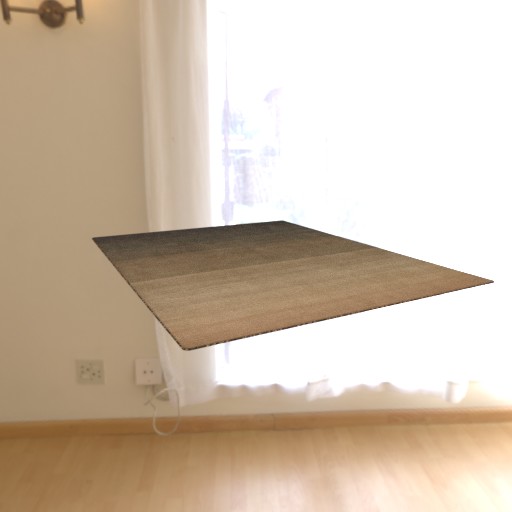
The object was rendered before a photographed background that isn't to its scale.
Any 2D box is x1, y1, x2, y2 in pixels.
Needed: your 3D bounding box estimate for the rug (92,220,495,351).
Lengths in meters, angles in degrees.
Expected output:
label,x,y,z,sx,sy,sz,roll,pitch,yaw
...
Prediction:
label,x,y,z,sx,sy,sz,roll,pitch,yaw
rug,0.000,0.000,3.842,2.306,0.017,2.902,-7,16,-27
